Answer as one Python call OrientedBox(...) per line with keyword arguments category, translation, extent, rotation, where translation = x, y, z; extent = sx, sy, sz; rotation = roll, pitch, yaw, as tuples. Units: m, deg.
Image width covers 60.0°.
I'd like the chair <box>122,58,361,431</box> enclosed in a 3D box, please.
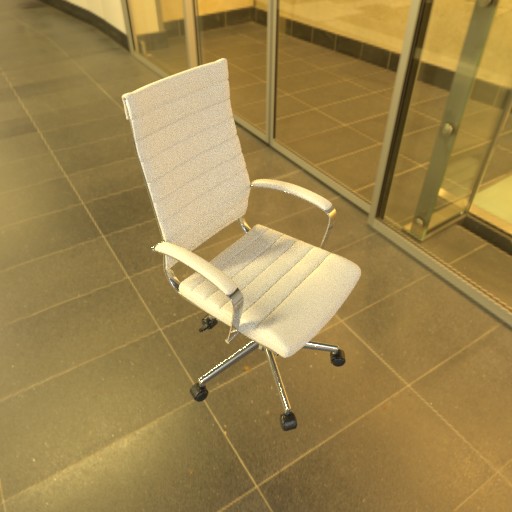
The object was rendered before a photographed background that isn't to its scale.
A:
OrientedBox(category="chair", translation=(0.000, 0.000, 1.591), extent=(0.679, 1.149, 0.679), rotation=(27, 47, 28))
